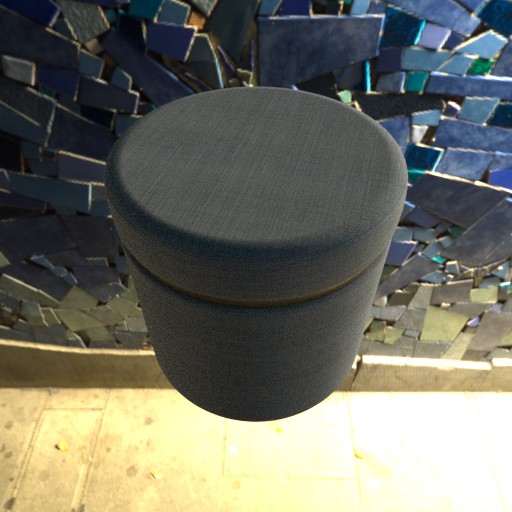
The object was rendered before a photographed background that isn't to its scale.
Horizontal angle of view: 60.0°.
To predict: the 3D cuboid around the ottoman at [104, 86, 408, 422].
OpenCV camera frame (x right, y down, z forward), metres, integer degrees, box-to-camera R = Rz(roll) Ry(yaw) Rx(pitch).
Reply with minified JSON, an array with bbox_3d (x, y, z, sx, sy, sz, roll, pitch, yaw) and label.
[{"bbox_3d":[0.000,0.000,0.729,0.400,0.406,0.400,0,46,0],"label":"ottoman"}]
